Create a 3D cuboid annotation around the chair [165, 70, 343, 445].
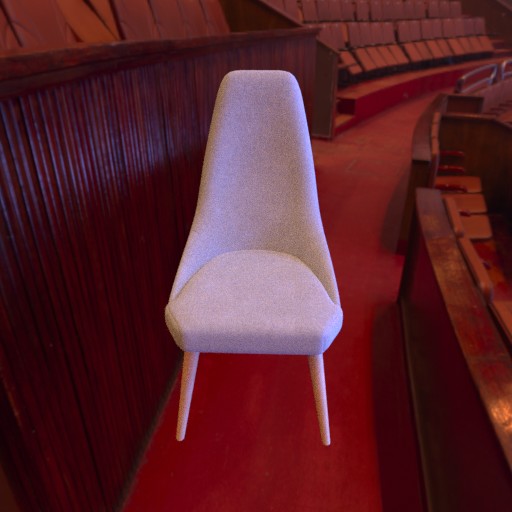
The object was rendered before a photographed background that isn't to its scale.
[{"bbox_3d":[0.000,0.000,1.420,0.510,1.040,0.660,1,29,2],"label":"chair"}]
